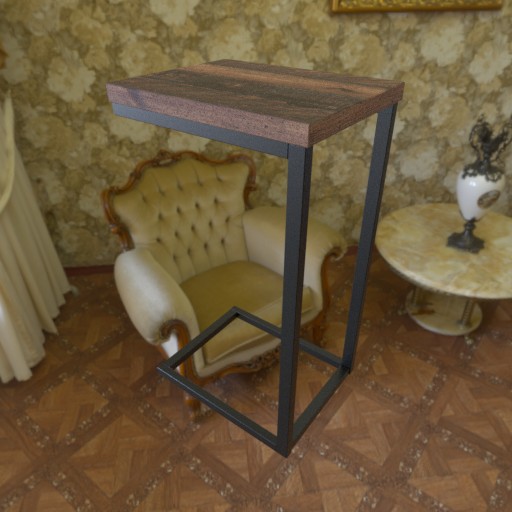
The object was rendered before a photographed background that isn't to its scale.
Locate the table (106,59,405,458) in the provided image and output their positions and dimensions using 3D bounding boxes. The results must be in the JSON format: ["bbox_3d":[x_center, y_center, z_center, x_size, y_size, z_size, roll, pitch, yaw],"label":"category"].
[{"bbox_3d":[0.000,0.000,0.965,0.414,0.718,0.323,22,39,31],"label":"table"}]
